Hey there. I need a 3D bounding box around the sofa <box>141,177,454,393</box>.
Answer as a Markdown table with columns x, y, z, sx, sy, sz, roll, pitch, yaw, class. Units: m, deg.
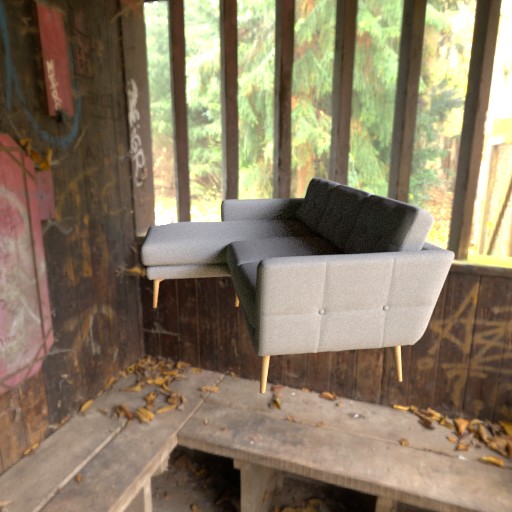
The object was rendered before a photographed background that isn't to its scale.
| x | y | z | sx | sy | sz | roll | pitch | yaw | class |
| --- | --- | --- | --- | --- | --- | --- | --- | --- | --- |
| 0.000 | 0.000 | 2.881 | 1.530 | 0.860 | 2.040 | -2 | 15 | -8 | sofa |
